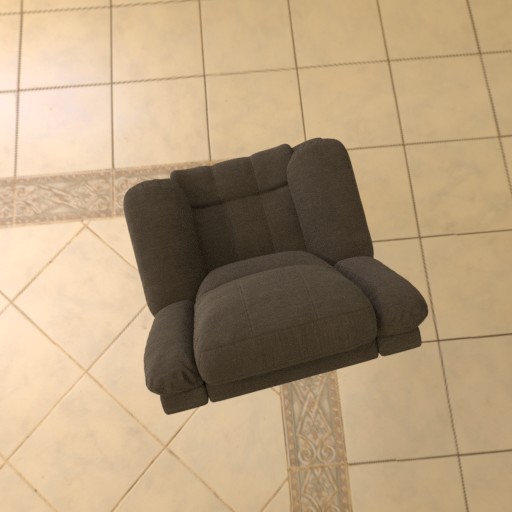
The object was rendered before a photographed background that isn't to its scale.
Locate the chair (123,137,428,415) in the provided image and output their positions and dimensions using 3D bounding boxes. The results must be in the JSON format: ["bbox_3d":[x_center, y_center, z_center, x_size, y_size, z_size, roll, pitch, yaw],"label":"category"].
[{"bbox_3d":[0.000,0.000,1.757,0.899,1.008,0.944,-14,78,-3],"label":"chair"}]
